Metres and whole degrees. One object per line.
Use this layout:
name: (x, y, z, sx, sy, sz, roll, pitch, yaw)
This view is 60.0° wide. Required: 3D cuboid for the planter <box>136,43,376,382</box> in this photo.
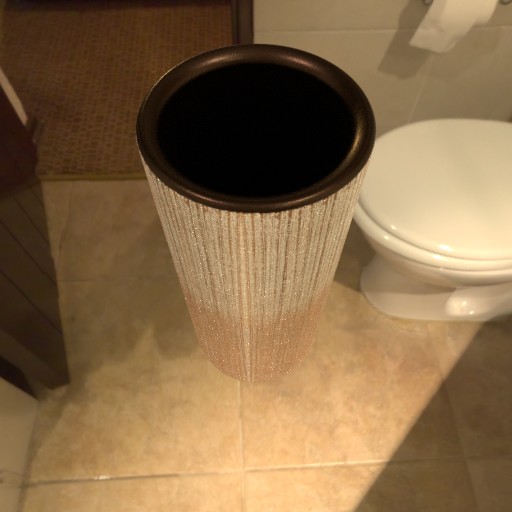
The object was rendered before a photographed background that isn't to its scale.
planter: (0.000, 0.000, 0.280, 0.100, 0.227, 0.100, -35, 65, -19)
